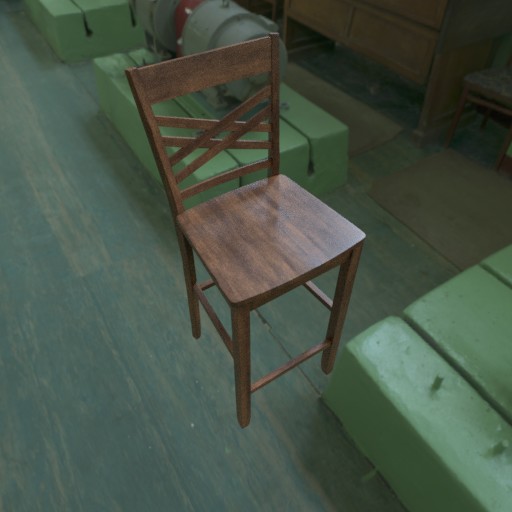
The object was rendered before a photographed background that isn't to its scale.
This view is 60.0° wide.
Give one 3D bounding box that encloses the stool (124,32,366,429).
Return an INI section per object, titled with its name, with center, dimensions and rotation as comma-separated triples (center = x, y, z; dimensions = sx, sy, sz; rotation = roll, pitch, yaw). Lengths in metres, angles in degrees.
[stool]
center = 0.000, 0.000, 1.376
dimensions = 0.433, 1.105, 0.487
rotation = -25, 51, -22
